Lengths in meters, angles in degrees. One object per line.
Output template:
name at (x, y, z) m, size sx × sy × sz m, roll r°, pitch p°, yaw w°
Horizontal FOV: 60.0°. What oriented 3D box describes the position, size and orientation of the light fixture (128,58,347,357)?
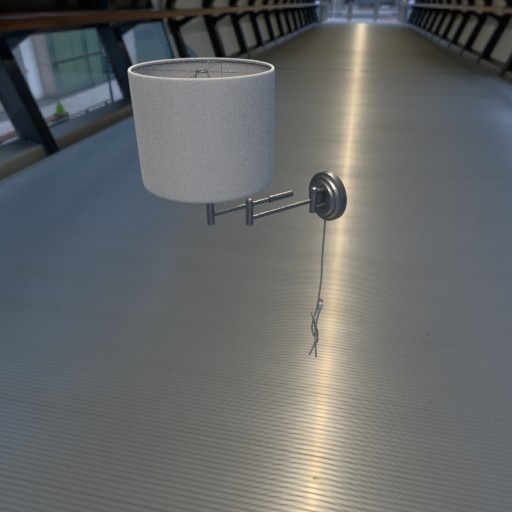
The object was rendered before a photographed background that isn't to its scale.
light fixture at (0.000, 0.000, 1.041) m, size 0.479 × 0.842 × 0.253 m, roll -19°, pitch 36°, yaw -28°
